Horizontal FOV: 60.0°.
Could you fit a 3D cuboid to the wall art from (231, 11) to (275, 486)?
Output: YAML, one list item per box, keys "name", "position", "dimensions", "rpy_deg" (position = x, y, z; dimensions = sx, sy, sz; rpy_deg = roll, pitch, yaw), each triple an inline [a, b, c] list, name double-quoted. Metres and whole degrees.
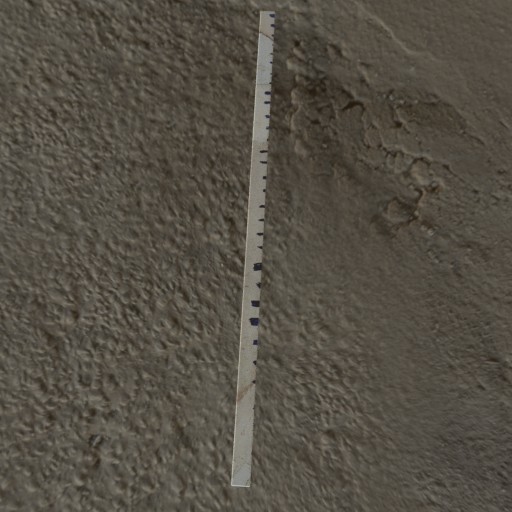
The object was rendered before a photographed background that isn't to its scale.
- name: "wall art"
  position: [0.000, 0.000, 1.397]
  dimensions: [0.038, 0.757, 1.143]
  rpy_deg: [3, 76, 1]
